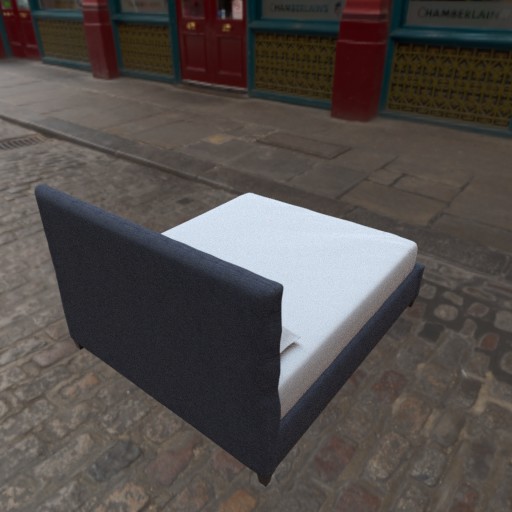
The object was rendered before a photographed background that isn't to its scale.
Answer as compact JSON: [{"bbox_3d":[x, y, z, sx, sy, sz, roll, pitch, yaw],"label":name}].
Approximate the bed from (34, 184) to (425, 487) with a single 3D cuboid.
[{"bbox_3d":[0.000,0.000,3.625,2.078,1.427,2.387,21,36,33],"label":"bed"}]
